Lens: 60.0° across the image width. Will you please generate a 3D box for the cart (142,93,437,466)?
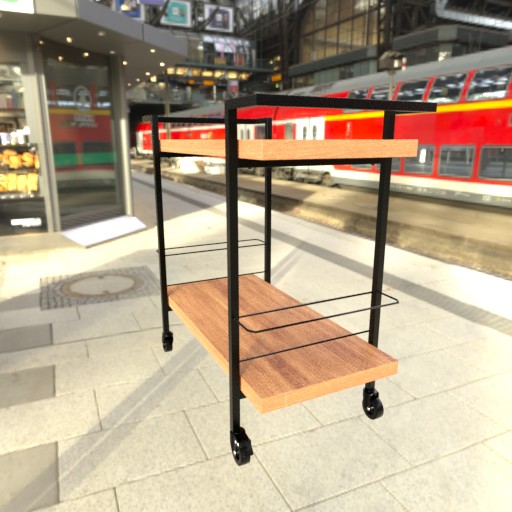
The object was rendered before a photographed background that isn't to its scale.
[{"bbox_3d":[0.000,0.000,1.225,0.406,0.762,0.806,-7,16,-25],"label":"cart"}]
